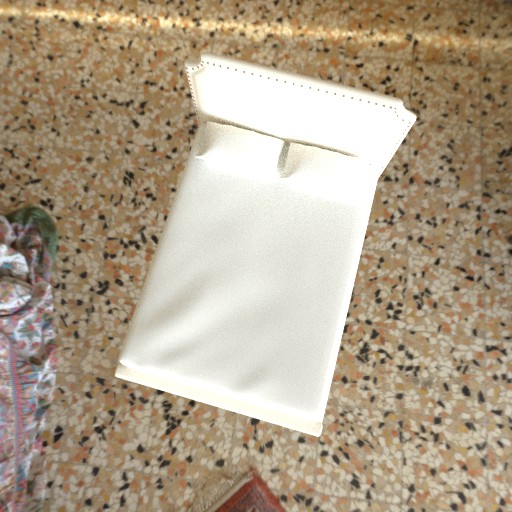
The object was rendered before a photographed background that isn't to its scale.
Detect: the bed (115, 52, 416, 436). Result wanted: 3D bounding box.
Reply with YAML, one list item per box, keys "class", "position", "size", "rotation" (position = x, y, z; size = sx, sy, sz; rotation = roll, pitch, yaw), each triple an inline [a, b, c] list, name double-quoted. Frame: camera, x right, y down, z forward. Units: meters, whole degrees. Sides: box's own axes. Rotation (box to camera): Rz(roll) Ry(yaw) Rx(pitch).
- class: "bed"
  position: [0.000, 0.000, 3.468]
  size: [1.712, 1.443, 2.365]
  rotation: [15, 76, 4]
